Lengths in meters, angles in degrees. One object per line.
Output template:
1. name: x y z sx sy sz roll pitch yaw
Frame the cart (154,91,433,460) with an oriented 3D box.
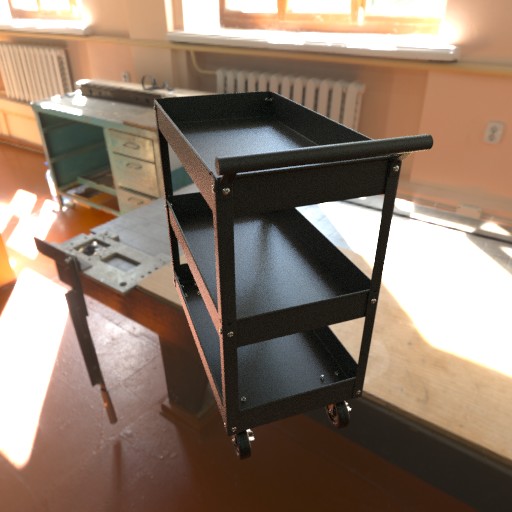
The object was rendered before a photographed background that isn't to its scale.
1. cart: 0.000 0.000 1.161 0.366 0.780 0.719 -10 32 -17
